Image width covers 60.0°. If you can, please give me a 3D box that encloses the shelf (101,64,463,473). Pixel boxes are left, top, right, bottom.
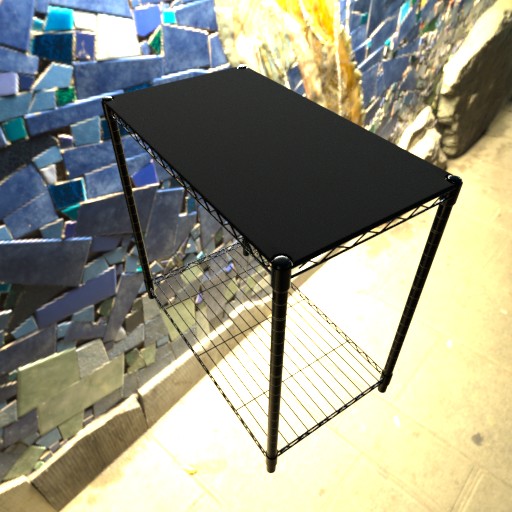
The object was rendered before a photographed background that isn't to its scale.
[{"bbox_3d":[0.000,0.000,0.938,0.338,0.564,0.589,-25,47,-25],"label":"shelf"}]
